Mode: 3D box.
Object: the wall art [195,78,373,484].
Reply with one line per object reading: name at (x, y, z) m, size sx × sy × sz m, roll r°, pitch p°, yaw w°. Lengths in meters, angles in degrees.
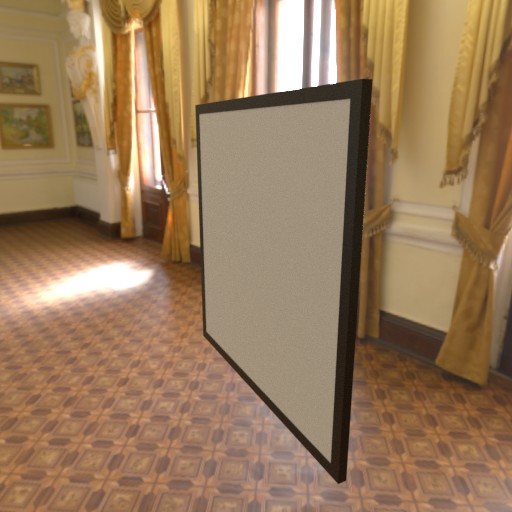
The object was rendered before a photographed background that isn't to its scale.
wall art at (0.000, 0.000, 1.187) m, size 0.022 × 0.807 × 0.807 m, roll -8°, pitch 17°, yaw -26°
